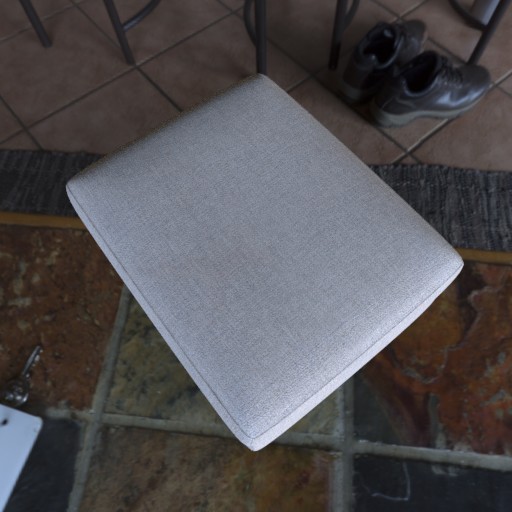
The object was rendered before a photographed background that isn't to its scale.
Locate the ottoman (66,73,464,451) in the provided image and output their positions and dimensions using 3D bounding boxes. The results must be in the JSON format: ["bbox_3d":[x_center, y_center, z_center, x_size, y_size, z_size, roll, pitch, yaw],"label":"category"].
[{"bbox_3d":[0.000,0.000,1.257,0.671,0.490,0.820,-35,70,-15],"label":"ottoman"}]
